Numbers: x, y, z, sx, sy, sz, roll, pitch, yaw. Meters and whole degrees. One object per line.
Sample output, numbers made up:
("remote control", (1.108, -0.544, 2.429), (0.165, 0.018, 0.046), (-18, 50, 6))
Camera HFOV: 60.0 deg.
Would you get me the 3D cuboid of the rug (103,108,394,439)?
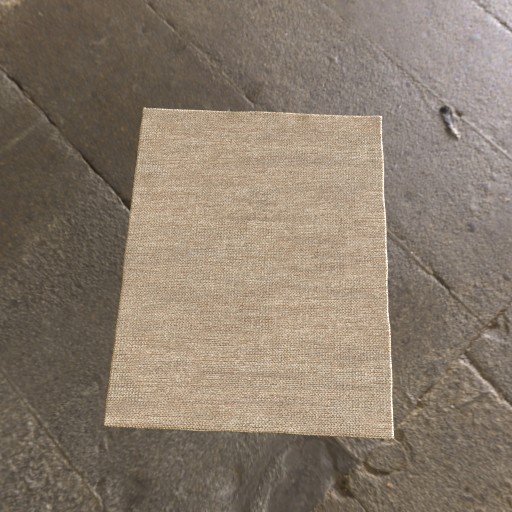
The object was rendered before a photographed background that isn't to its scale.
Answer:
("rug", (0.000, 0.000, 4.081), (2.429, 0.030, 3.052), (2, 74, 1))
